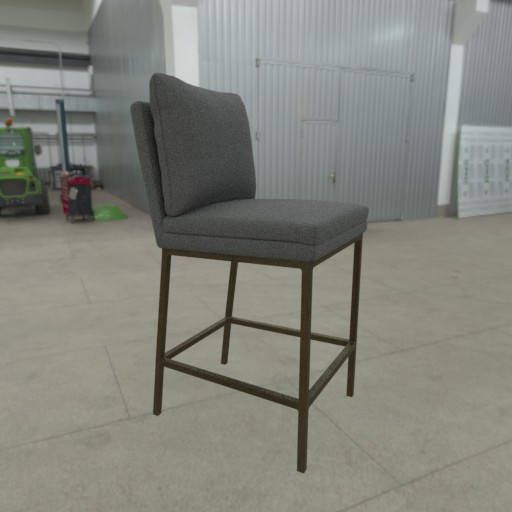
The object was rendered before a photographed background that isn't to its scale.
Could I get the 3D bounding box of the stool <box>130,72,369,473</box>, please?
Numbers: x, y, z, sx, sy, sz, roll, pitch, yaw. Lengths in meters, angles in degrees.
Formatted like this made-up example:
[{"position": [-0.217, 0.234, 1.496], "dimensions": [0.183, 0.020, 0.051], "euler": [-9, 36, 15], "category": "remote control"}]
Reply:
[{"position": [0.000, 0.000, 1.368], "dimensions": [0.569, 1.030, 0.463], "euler": [7, 15, 28], "category": "stool"}]
